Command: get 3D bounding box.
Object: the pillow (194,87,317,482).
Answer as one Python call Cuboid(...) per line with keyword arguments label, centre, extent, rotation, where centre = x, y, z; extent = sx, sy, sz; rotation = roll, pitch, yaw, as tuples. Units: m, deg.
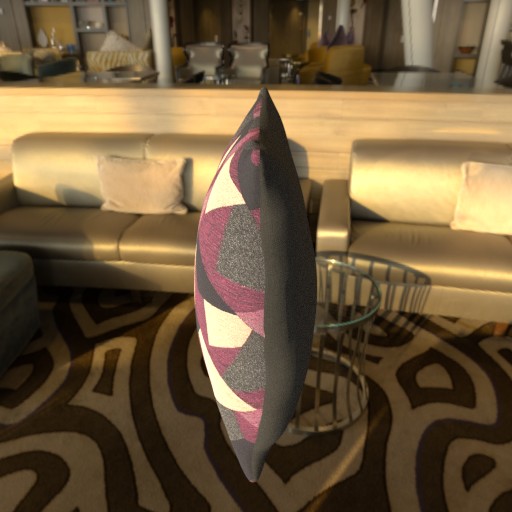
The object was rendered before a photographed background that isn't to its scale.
Cuboid(label="pillow", centre=(0.000, 0.000, 0.758), extent=(0.208, 0.496, 0.503), rotation=(1, 27, 2))
